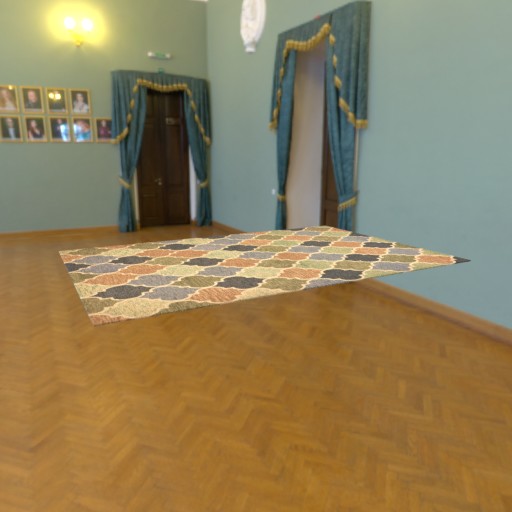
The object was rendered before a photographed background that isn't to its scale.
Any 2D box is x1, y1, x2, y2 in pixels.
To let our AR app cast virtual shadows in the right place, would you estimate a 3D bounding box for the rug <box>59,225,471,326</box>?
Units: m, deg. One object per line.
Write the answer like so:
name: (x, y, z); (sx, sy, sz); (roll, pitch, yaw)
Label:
rug: (0.000, 0.000, 2.356); (1.828, 0.006, 1.216); (-7, 15, -27)
